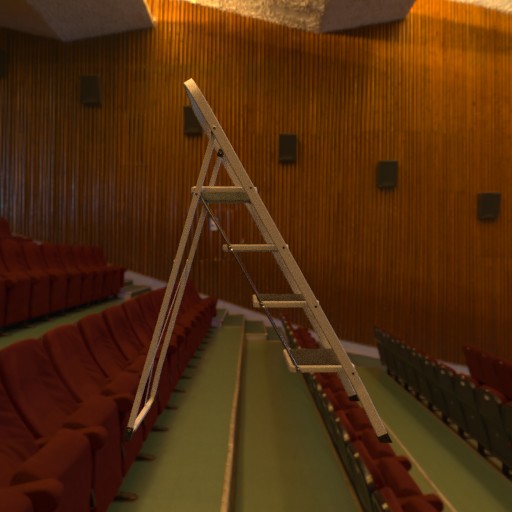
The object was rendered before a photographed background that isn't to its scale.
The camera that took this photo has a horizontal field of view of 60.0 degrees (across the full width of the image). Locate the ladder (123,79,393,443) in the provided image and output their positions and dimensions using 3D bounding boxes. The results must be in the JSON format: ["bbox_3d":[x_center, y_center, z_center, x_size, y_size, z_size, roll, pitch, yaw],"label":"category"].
[{"bbox_3d":[0.000,0.000,1.718,0.914,1.265,0.460,0,0,-1],"label":"ladder"}]
